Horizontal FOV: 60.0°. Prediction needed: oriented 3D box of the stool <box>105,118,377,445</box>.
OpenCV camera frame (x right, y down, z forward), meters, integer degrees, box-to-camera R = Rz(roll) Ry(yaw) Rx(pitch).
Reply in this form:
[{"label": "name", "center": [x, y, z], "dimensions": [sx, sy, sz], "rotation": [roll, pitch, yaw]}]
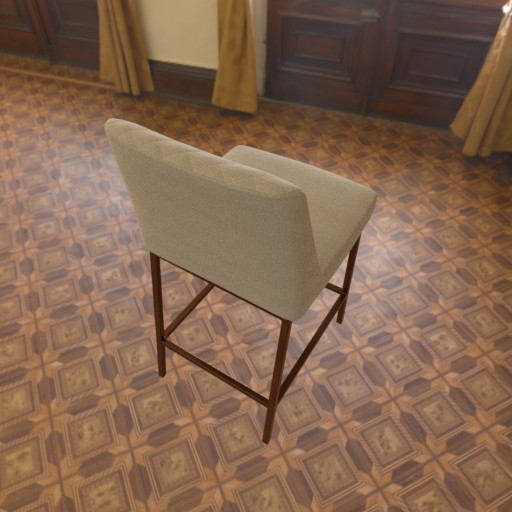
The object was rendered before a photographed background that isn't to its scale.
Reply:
[{"label": "stool", "center": [0.000, 0.000, 1.309], "dimensions": [0.507, 0.973, 0.576], "rotation": [25, 51, 22]}]
